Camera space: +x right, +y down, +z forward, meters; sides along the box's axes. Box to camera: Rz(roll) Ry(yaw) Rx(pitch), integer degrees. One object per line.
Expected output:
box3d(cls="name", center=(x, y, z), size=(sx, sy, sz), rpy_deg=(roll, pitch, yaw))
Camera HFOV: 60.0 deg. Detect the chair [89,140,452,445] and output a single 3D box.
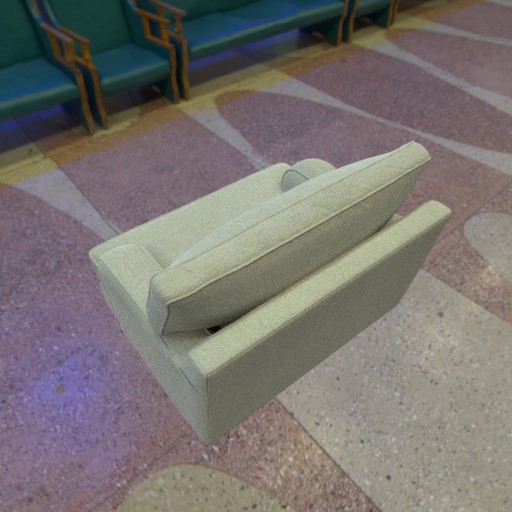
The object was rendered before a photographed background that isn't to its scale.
box3d(cls="chair", center=(0.000, 0.000, 1.999), size=(1.220, 1.016, 1.041), rpy_deg=(-29, 52, -25))
